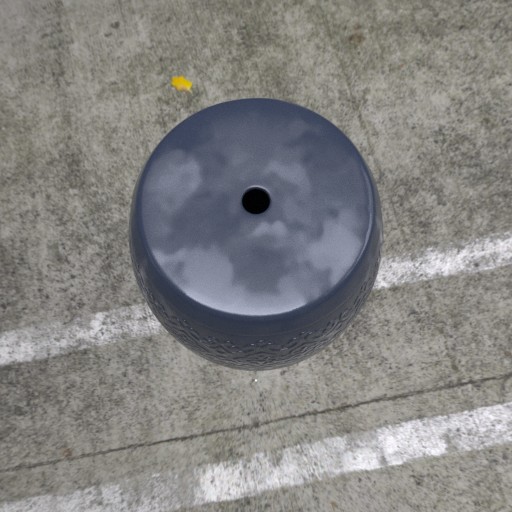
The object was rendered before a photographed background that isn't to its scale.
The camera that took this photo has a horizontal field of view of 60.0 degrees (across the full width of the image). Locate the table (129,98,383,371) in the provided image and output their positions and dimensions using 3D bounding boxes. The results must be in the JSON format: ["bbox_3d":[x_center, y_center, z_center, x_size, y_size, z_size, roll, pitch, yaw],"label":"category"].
[{"bbox_3d":[0.000,0.000,0.614,0.309,0.397,0.309,0,74,0],"label":"table"}]
